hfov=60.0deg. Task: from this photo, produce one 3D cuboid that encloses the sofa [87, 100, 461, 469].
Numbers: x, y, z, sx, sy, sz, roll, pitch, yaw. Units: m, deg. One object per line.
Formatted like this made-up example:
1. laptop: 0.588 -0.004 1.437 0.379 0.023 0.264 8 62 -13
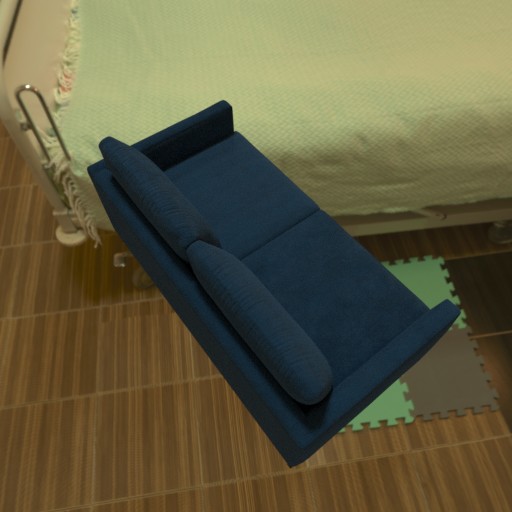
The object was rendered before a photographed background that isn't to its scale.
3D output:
1. sofa: 0.000 0.000 2.163 0.875 0.817 1.676 -33 63 -19
